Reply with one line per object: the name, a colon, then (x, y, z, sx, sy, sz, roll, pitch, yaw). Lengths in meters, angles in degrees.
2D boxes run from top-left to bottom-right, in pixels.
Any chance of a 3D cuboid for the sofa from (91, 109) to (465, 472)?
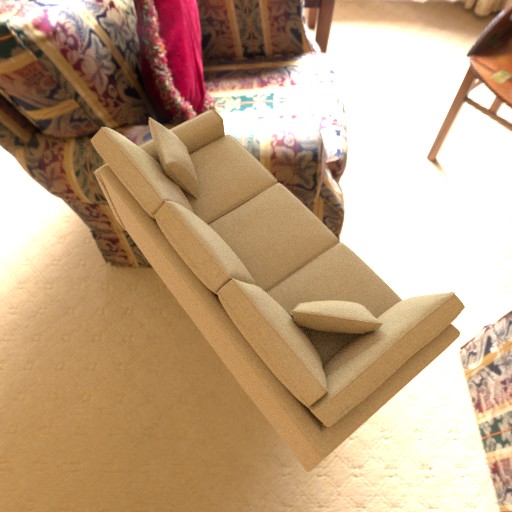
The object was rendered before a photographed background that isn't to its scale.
sofa: (0.000, 0.000, 2.854, 1.061, 0.962, 2.317, -33, 65, -18)
